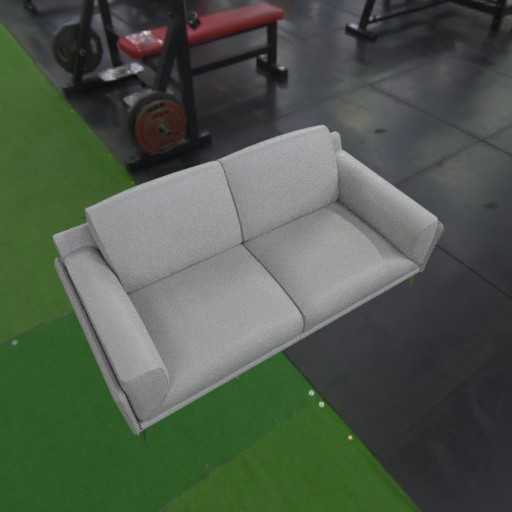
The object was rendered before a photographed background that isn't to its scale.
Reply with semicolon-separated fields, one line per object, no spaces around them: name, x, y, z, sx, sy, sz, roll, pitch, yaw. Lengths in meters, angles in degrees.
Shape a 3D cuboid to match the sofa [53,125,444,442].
sofa;0.000;0.000;2.692;2.101;0.930;1.049;-25;51;-22
